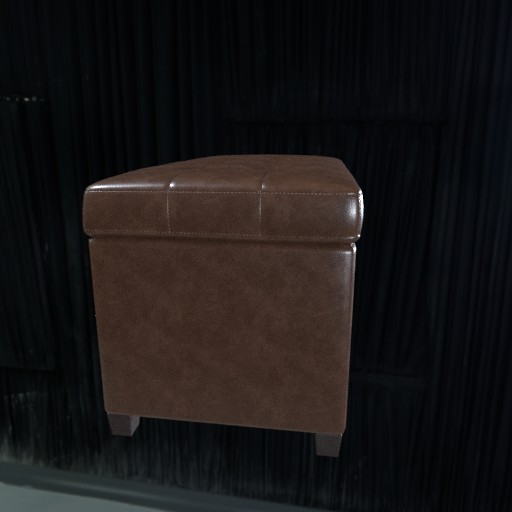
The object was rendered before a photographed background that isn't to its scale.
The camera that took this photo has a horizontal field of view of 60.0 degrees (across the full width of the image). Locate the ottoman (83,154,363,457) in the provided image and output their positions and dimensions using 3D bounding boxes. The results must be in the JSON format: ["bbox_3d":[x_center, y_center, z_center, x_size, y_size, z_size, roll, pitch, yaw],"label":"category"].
[{"bbox_3d":[0.000,0.000,1.096,0.432,0.470,0.838,2,15,8],"label":"ottoman"}]
